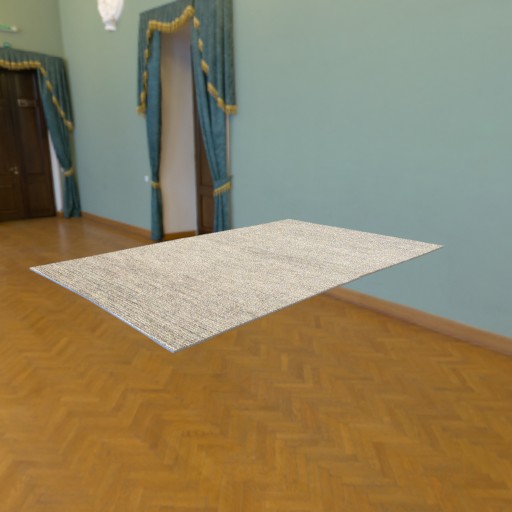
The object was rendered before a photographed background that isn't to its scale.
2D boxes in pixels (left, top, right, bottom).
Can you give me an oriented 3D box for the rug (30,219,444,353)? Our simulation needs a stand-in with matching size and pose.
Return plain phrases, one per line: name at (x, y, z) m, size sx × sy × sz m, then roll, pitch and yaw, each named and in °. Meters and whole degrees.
rug at (0.000, 0.000, 2.260) m, size 1.804 × 0.022 × 1.162 m, roll -14°, pitch 21°, yaw -42°
